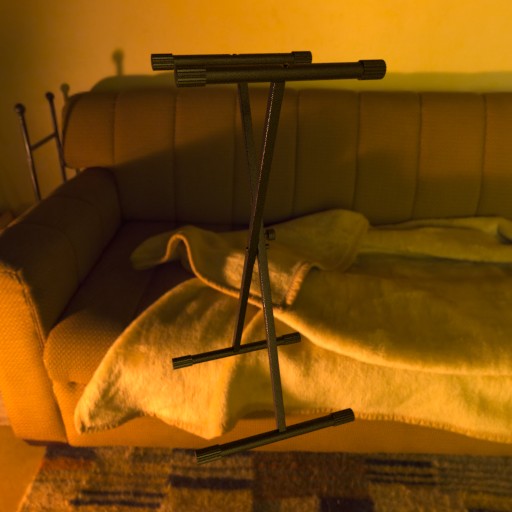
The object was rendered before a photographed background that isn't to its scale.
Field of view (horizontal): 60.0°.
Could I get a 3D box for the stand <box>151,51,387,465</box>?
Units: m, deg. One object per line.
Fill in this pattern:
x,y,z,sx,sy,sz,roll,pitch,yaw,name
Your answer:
0.000,0.000,1.142,0.449,0.940,0.409,-9,29,-16,stand
